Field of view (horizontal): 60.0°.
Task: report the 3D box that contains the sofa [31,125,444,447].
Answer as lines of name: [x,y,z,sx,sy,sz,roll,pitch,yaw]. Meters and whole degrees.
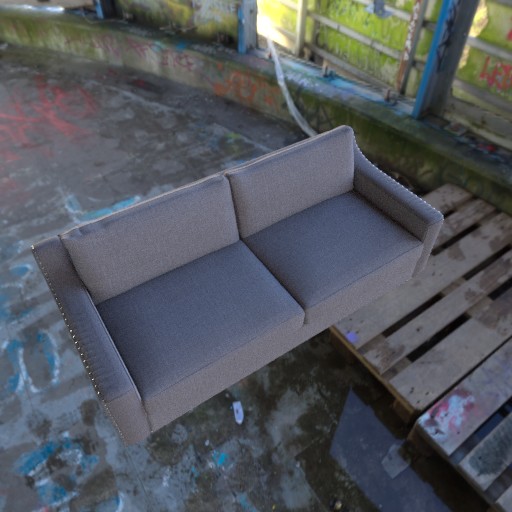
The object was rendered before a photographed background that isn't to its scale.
sofa: [0.000,0.000,2.667,2.208,0.857,1.000,-26,52,-22]
